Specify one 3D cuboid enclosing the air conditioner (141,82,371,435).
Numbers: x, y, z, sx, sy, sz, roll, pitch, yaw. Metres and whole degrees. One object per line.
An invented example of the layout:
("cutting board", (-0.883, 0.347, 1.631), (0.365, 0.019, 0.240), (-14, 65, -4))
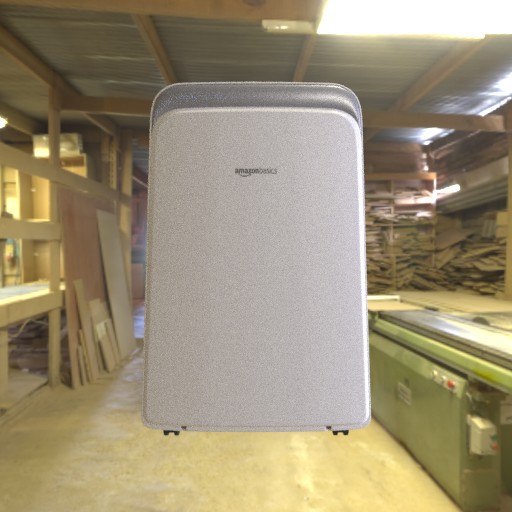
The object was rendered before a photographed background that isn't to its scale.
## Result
("air conditioner", (0.000, 0.000, 0.978), (0.454, 0.700, 0.365), (0, 0, 0))
